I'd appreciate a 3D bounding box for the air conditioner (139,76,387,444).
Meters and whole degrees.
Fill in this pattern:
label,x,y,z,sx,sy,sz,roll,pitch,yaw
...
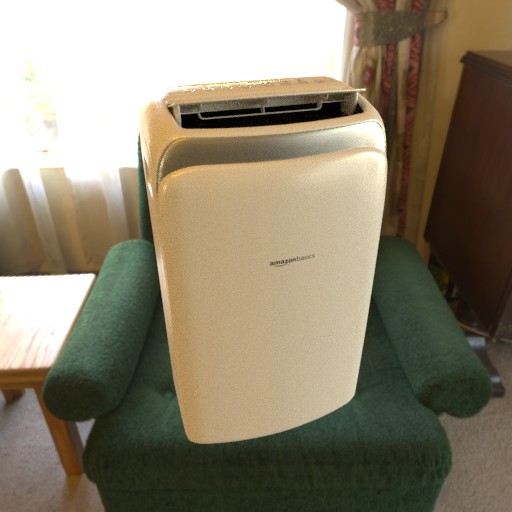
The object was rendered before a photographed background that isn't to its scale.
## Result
label,x,y,z,sx,sy,sz,roll,pitch,yaw
air conditioner,0.000,0.000,1.037,0.449,0.786,0.414,-10,33,-15
